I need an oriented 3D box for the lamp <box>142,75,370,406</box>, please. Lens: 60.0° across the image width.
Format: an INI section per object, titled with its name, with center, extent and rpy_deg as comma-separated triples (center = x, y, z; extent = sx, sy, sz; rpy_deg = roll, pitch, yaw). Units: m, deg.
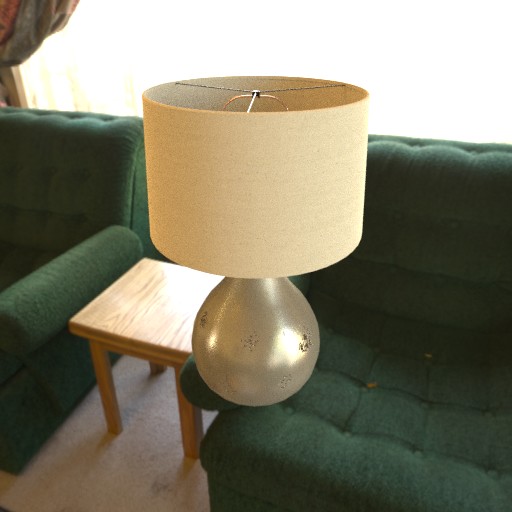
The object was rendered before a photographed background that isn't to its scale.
[lamp]
center = 0.000, 0.000, 0.735
extent = 0.330, 0.521, 0.330
rpy_deg = 0, 29, 0
